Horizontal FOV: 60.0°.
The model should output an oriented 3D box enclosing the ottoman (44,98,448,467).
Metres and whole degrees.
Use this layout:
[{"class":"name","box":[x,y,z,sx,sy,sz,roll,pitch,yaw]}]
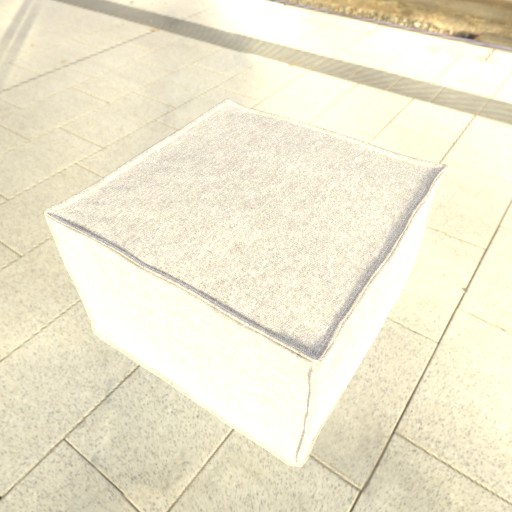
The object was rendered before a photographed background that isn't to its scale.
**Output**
[{"class":"ottoman","box":[0.000,0.000,1.157,0.707,0.470,0.696,26,51,23]}]
